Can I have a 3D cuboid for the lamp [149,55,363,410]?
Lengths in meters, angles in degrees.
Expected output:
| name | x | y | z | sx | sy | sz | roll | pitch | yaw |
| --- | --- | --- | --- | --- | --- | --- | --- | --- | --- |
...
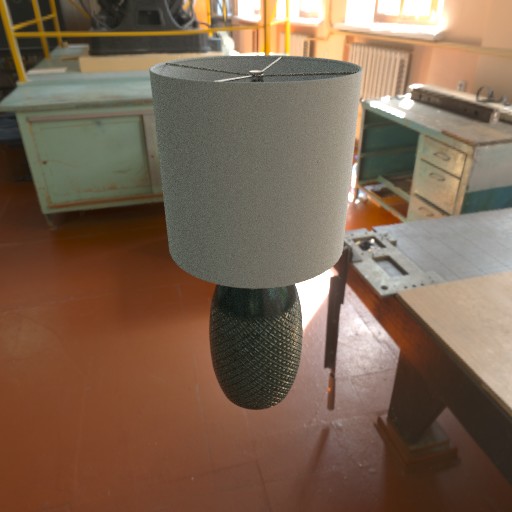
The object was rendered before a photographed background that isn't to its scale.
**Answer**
| name | x | y | z | sx | sy | sz | roll | pitch | yaw |
| --- | --- | --- | --- | --- | --- | --- | --- | --- | --- |
| lamp | 0.000 | 0.000 | 0.571 | 0.217 | 0.453 | 0.217 | 10 | 31 | 17 |
